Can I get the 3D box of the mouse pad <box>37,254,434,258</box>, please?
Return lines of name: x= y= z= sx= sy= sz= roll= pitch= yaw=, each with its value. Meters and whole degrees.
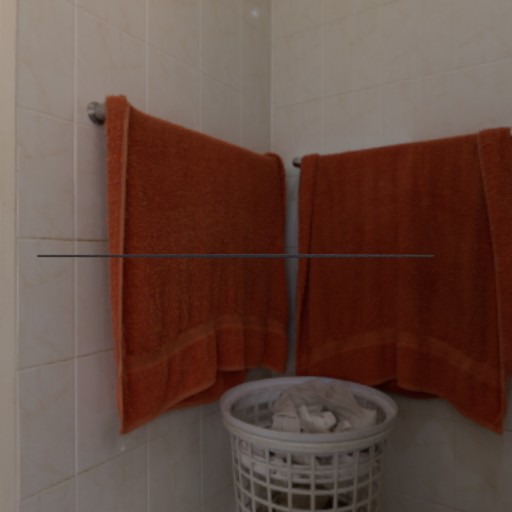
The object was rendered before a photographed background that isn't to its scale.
mouse pad: x=0.000 y=0.000 z=0.437 sx=0.269 sy=0.002 sz=0.315 roll=0 pitch=0 yaw=36
